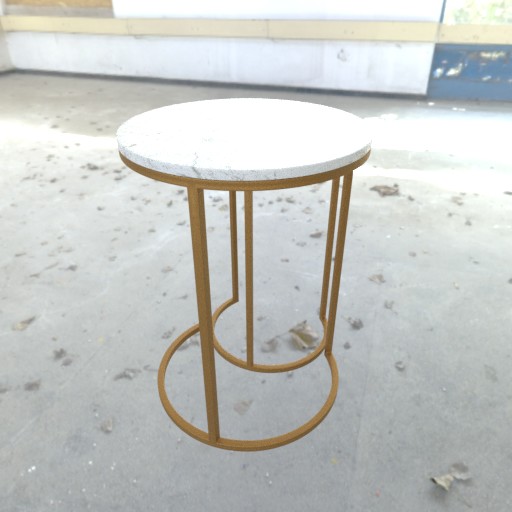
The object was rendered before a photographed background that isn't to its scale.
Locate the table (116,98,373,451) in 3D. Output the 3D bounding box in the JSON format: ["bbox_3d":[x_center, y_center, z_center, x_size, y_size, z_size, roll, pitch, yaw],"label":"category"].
[{"bbox_3d":[0.000,0.000,0.895,0.400,0.550,0.507,10,33,16],"label":"table"}]
